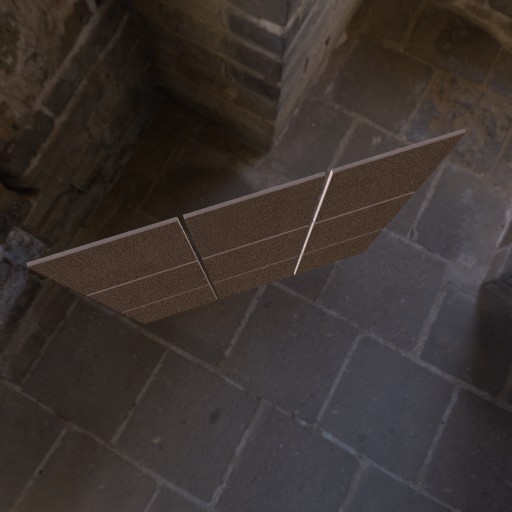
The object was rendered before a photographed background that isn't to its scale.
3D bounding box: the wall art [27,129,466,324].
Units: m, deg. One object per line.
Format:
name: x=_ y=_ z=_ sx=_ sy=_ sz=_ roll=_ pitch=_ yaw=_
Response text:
wall art: x=0.000 y=0.000 z=1.759 sx=1.219 sy=1.218 sz=0.013 roll=-18 pitch=75 yaw=-5
